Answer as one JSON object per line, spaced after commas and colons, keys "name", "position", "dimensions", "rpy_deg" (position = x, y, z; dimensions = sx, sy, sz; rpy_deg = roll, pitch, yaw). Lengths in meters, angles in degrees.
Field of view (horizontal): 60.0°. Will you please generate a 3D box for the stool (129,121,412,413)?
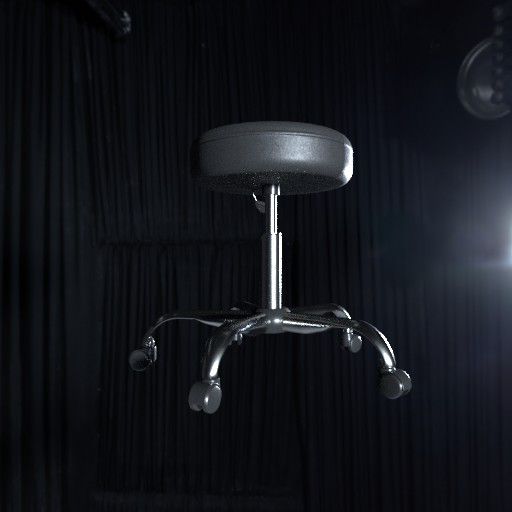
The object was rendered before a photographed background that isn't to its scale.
{"name": "stool", "position": [0.000, 0.000, 1.125], "dimensions": [0.638, 0.576, 0.673], "rpy_deg": [0, 0, 1]}
